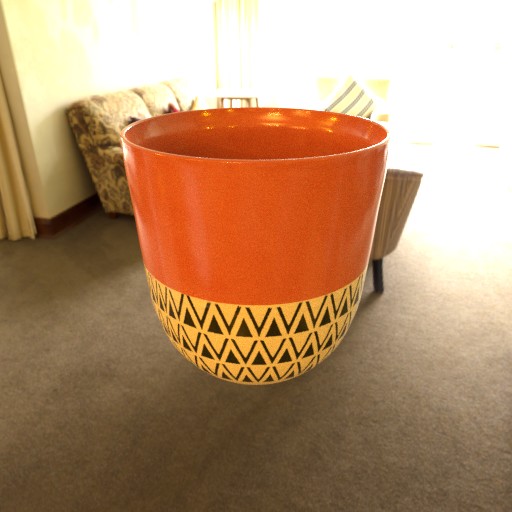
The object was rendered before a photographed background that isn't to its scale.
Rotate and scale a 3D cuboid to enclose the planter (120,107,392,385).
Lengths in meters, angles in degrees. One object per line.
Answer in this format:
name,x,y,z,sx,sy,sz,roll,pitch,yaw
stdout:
planter,0.000,0.000,0.376,0.195,0.214,0.195,0,27,0
